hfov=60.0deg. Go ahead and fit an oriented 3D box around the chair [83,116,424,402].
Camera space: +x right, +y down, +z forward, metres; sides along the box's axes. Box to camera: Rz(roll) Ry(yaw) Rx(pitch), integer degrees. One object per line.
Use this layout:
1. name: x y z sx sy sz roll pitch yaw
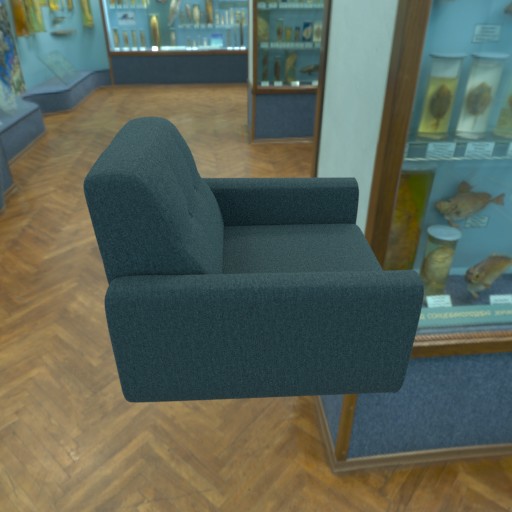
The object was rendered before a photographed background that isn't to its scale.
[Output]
1. chair: 0.000 0.000 1.687 0.964 0.940 0.880 -1 31 -2
